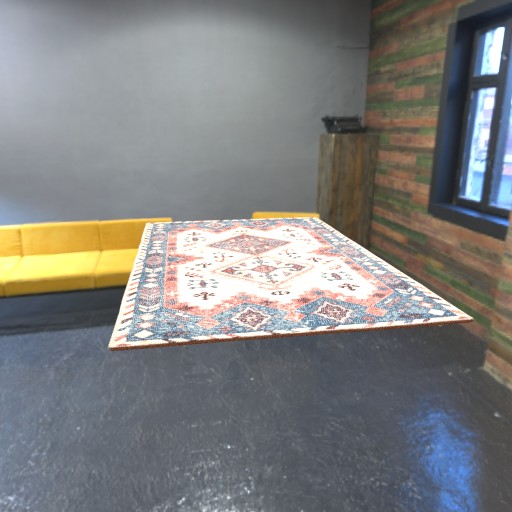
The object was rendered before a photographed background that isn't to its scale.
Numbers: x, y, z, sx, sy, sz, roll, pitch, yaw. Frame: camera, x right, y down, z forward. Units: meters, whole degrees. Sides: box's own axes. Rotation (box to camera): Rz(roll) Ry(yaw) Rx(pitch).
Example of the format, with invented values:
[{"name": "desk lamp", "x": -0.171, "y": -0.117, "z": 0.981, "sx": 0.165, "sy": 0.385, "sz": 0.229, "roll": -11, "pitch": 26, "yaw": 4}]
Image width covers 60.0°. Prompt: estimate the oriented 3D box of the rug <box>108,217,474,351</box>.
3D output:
[{"name": "rug", "x": 0.000, "y": 0.000, "z": 2.294, "sx": 1.225, "sy": 0.015, "sz": 1.840, "roll": -3, "pitch": 16, "yaw": -9}]
